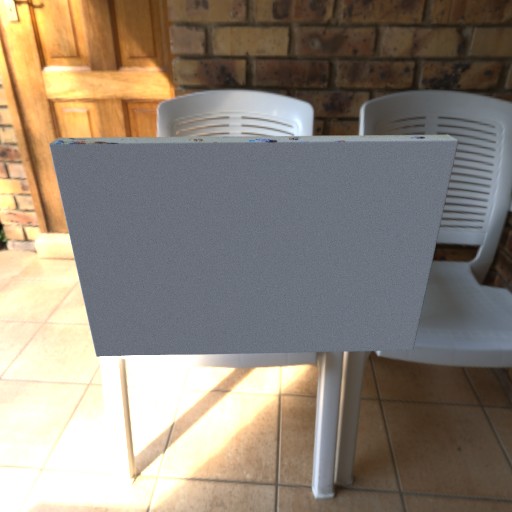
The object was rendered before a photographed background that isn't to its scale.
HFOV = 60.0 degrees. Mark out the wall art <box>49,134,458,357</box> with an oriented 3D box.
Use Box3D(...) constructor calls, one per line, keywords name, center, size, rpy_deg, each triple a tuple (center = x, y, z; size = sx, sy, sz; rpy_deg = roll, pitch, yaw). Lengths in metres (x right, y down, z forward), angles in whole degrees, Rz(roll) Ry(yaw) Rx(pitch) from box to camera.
Box3D(name="wall art", center=(0.000, 0.000, 1.131), size=(0.894, 0.595, 0.057), rpy_deg=(-1, 28, -2))
